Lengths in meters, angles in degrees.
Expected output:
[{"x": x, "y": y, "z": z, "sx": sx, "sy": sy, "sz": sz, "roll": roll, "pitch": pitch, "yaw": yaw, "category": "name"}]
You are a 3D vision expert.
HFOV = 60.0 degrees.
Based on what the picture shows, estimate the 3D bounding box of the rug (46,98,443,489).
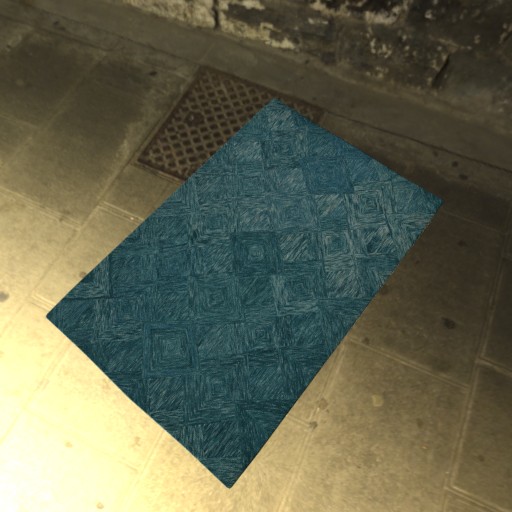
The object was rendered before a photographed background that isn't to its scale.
[{"x": 0.000, "y": 0.000, "z": 2.179, "sx": 1.136, "sy": 0.017, "sz": 1.728, "roll": 36, "pitch": 70, "yaw": 15, "category": "rug"}]
